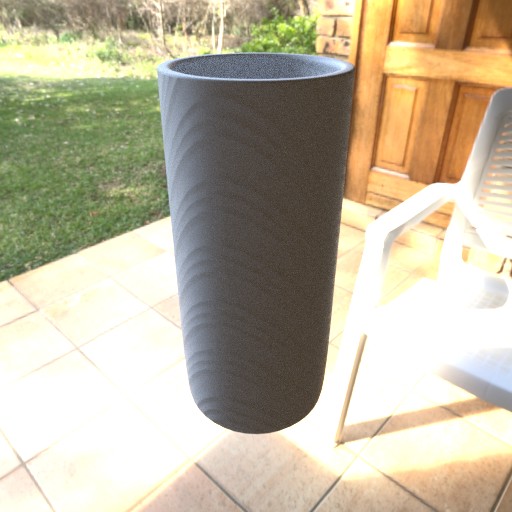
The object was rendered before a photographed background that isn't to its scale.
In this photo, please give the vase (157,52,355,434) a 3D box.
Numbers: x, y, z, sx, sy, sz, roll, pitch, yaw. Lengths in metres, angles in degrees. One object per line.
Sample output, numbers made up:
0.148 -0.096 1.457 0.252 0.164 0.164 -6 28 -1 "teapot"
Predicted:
0.000 0.000 0.393 0.143 0.316 0.143 0 31 0 "vase"
